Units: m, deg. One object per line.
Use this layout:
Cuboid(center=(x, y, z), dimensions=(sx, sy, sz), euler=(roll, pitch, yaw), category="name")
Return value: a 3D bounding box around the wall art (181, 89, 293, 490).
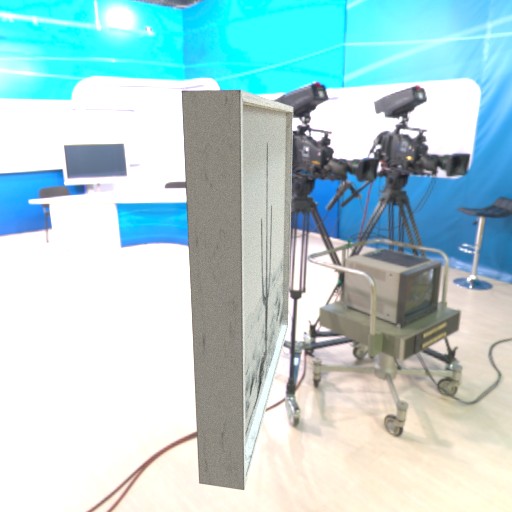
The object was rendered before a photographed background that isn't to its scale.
Cuboid(center=(0.000, 0.000, 0.462), dimensions=(0.038, 0.305, 0.305), euler=(3, 17, 10), category="wall art")
